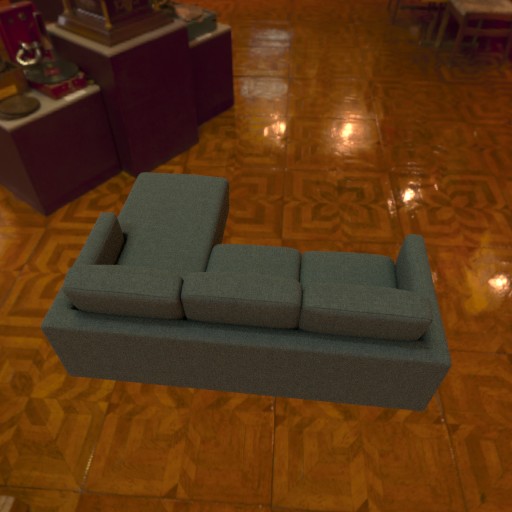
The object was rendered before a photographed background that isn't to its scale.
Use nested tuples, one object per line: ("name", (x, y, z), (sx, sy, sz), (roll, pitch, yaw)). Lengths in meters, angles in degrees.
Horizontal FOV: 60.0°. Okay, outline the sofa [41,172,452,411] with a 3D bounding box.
("sofa", (0.000, 0.000, 2.905), (2.055, 0.957, 1.667), (4, 46, 4))
